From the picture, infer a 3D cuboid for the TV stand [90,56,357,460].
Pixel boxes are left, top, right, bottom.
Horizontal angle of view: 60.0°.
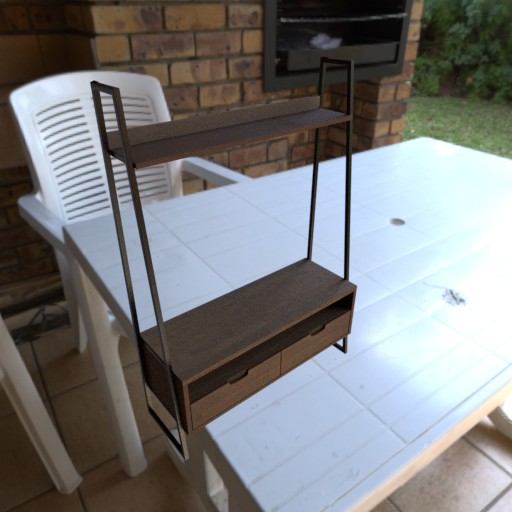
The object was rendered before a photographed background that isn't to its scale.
[{"bbox_3d":[0.000,0.000,2.282,1.250,1.772,0.432,-23,37,-33],"label":"TV stand"}]
